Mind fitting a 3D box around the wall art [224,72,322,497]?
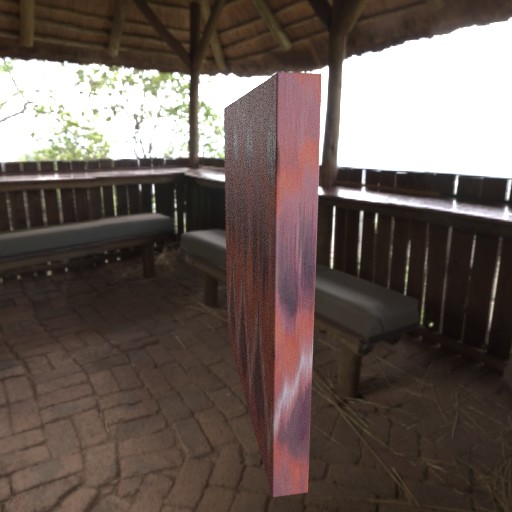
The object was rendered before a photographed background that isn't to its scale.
[{"bbox_3d":[0.000,0.000,0.597,0.038,0.406,0.403,-3,15,-10],"label":"wall art"}]
